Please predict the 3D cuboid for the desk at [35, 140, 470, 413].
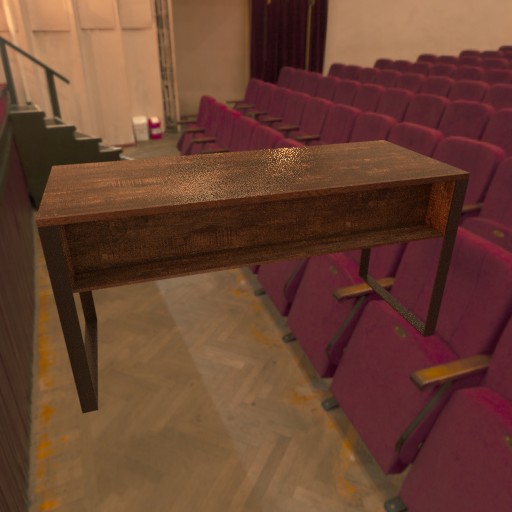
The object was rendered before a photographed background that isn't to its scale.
[{"bbox_3d":[0.000,0.000,1.908,1.524,0.762,0.599,-8,28,-16],"label":"desk"}]
